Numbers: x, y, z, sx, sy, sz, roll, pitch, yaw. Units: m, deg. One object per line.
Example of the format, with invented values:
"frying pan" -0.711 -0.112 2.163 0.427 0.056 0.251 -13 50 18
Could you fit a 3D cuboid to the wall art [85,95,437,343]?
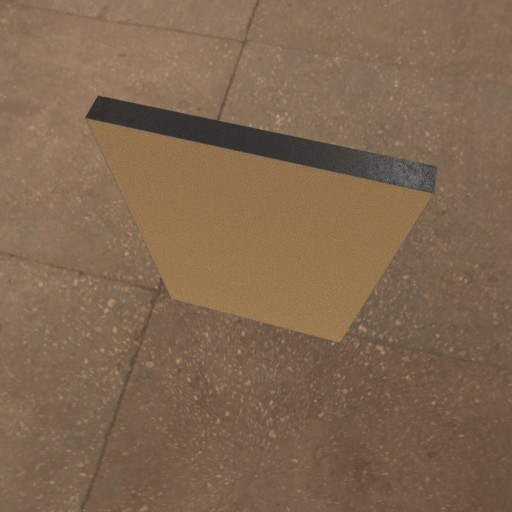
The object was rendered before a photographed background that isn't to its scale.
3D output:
"wall art" 0.000 0.000 0.594 0.313 0.457 0.031 14 64 7
